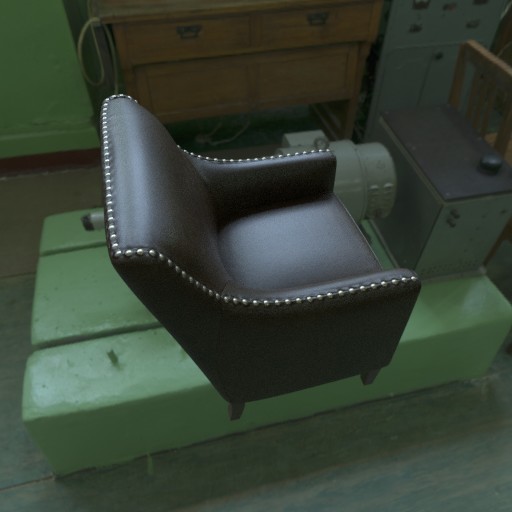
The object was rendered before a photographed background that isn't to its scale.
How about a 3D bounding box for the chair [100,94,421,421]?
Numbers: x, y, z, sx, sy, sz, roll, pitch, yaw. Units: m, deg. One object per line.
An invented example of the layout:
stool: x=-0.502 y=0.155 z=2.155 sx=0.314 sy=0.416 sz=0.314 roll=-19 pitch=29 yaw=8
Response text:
chair: x=0.000 y=0.000 z=1.310 sx=0.704 sy=0.813 sz=0.639 roll=-11 pitch=48 yaw=-10
